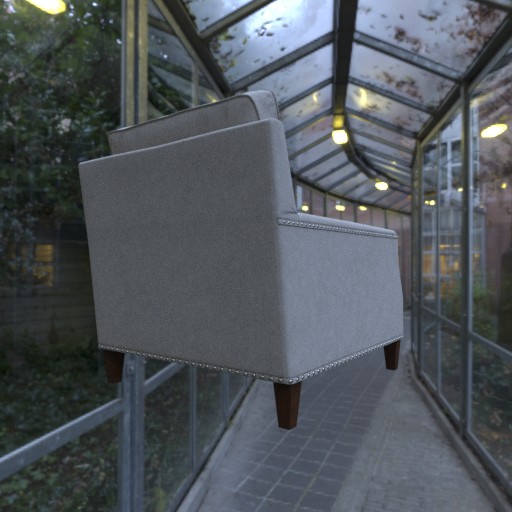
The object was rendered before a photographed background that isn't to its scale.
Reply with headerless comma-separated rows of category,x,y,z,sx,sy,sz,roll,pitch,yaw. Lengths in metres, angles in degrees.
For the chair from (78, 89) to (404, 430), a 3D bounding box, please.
chair,0.000,0.000,1.735,0.853,0.943,1.014,-1,-1,36
